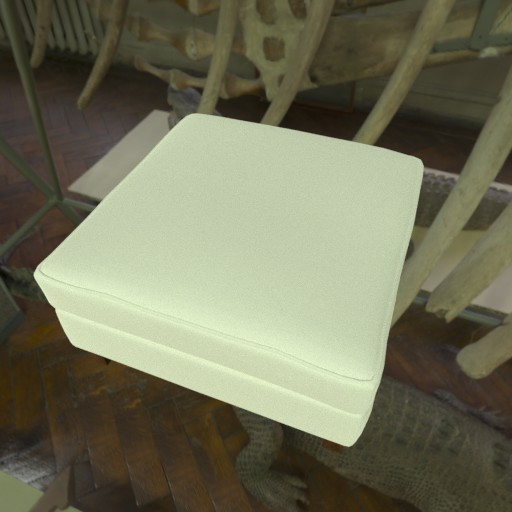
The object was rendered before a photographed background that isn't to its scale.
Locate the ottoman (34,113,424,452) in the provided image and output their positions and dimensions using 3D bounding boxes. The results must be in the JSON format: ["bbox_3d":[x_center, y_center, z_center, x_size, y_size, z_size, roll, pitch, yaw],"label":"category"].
[{"bbox_3d":[0.000,0.000,1.335,0.838,0.479,0.838,15,48,14],"label":"ottoman"}]
